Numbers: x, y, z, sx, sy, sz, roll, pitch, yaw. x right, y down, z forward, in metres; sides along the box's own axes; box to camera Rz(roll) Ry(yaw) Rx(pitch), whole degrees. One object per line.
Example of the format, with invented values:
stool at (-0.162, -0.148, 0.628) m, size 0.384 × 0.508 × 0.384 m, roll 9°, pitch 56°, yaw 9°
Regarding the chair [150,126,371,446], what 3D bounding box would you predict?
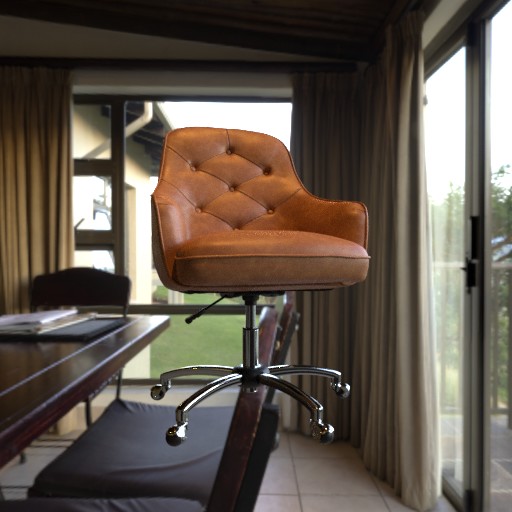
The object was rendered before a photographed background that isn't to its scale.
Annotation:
chair at (0.000, 0.000, 1.321) m, size 0.628 × 0.909 × 0.615 m, roll 0°, pitch 1°, yaw -19°
